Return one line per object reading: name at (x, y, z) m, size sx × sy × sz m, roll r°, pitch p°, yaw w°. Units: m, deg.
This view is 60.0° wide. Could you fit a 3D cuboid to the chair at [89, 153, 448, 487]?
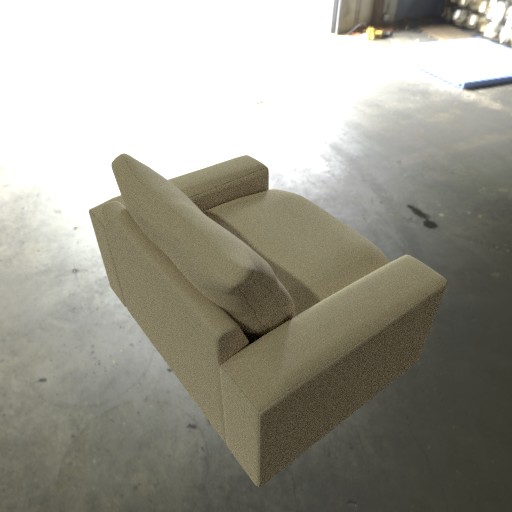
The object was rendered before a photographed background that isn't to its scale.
chair at (0.000, 0.000, 2.071) m, size 1.039 × 0.915 × 1.398 m, roll -26°, pitch 46°, yaw -28°
